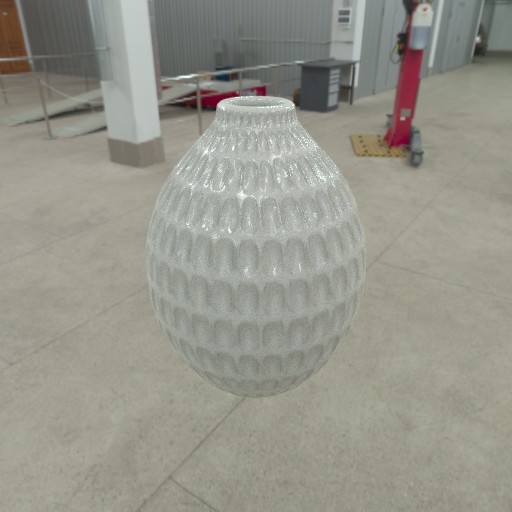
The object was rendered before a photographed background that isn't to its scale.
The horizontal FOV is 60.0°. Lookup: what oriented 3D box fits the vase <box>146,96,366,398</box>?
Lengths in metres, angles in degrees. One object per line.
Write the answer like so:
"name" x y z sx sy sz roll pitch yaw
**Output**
"vase" 0.000 0.000 0.334 0.162 0.223 0.162 0 28 0
